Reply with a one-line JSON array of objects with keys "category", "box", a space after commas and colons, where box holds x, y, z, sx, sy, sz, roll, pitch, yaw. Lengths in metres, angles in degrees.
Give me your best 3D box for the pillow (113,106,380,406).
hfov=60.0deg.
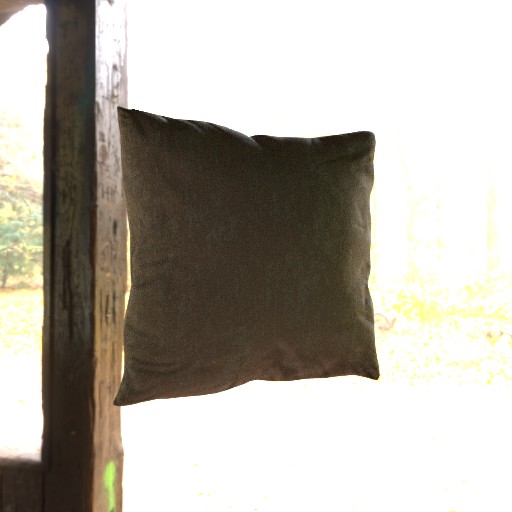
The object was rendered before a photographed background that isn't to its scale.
[{"category": "pillow", "box": [0.000, 0.000, 0.733, 0.450, 0.448, 0.245, 0, 0, -17]}]
